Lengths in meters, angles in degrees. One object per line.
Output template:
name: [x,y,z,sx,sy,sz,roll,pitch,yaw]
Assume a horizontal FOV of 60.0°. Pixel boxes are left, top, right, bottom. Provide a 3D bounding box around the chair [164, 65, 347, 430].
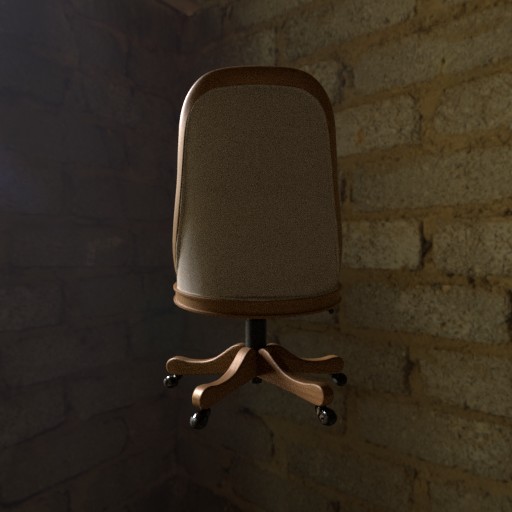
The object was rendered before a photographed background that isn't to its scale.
chair: [0.000,0.000,1.549,0.702,1.009,0.811,0,1,0]
